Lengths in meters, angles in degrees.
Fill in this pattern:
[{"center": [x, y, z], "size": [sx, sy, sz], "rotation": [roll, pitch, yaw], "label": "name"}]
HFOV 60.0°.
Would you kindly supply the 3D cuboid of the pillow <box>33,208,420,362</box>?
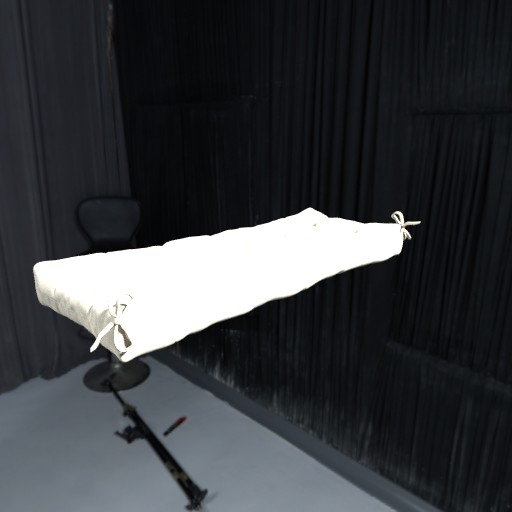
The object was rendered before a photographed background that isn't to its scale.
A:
[{"center": [0.000, 0.000, 1.330], "size": [0.511, 0.174, 1.194], "rotation": [16, 23, 43], "label": "pillow"}]
